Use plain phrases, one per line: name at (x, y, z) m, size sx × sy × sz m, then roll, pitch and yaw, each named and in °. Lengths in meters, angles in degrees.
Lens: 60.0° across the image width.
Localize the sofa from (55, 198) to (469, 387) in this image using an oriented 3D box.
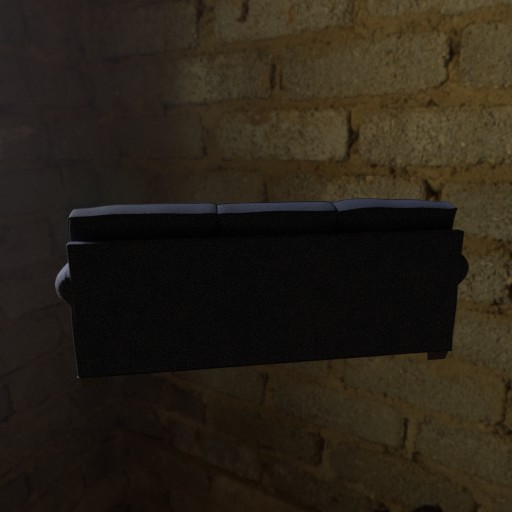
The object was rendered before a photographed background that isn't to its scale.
sofa at (0.000, 0.000, 3.482) m, size 2.567 × 1.063 × 1.780 m, roll -2°, pitch 15°, yaw -8°
